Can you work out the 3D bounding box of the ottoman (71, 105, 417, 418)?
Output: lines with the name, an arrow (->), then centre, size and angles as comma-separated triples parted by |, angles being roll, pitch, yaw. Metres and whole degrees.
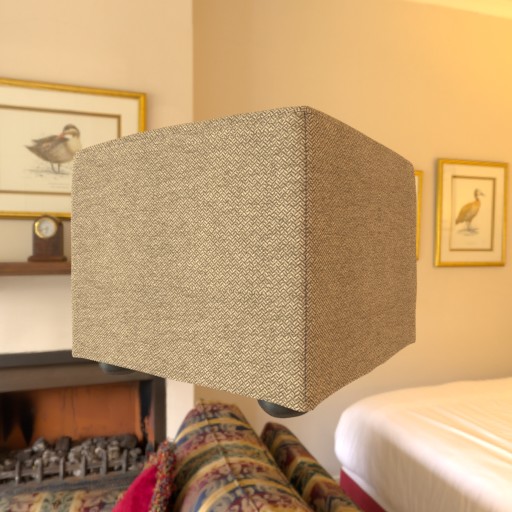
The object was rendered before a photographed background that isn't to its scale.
ottoman -> 0.000, 0.000, 0.898 | 0.512, 0.453, 0.519 | 1, 1, 35
